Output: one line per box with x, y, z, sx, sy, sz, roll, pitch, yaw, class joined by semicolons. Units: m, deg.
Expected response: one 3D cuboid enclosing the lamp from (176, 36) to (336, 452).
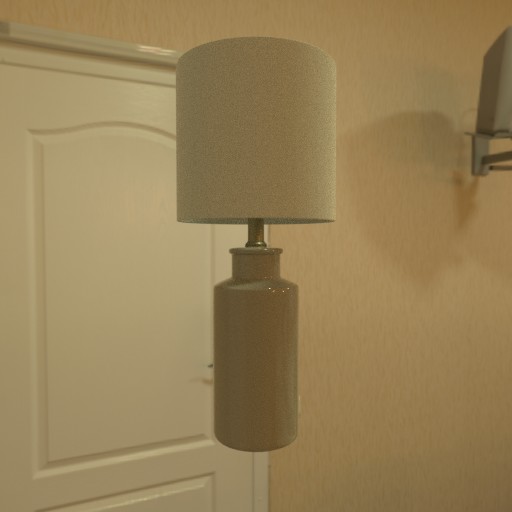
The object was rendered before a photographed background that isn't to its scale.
0.000;0.000;0.603;0.212;0.493;0.212;2;3;38;lamp
